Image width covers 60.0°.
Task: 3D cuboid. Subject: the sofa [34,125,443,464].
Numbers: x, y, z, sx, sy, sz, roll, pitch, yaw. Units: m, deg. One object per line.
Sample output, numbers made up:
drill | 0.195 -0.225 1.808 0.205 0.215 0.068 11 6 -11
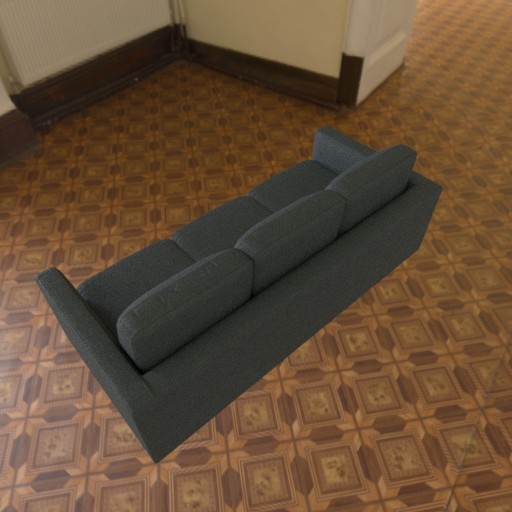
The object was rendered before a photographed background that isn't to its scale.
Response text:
sofa | 0.000 0.000 2.460 2.013 0.945 0.935 -33 55 -27
